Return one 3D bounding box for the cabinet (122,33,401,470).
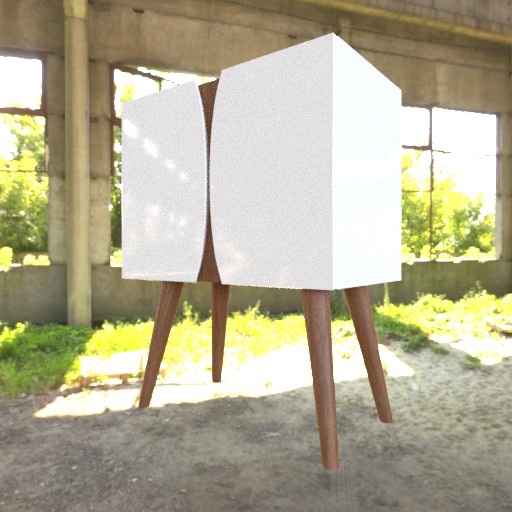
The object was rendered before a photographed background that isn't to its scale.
[{"bbox_3d":[0.000,0.000,1.074,0.591,0.772,0.344,0,0,37],"label":"cabinet"}]
